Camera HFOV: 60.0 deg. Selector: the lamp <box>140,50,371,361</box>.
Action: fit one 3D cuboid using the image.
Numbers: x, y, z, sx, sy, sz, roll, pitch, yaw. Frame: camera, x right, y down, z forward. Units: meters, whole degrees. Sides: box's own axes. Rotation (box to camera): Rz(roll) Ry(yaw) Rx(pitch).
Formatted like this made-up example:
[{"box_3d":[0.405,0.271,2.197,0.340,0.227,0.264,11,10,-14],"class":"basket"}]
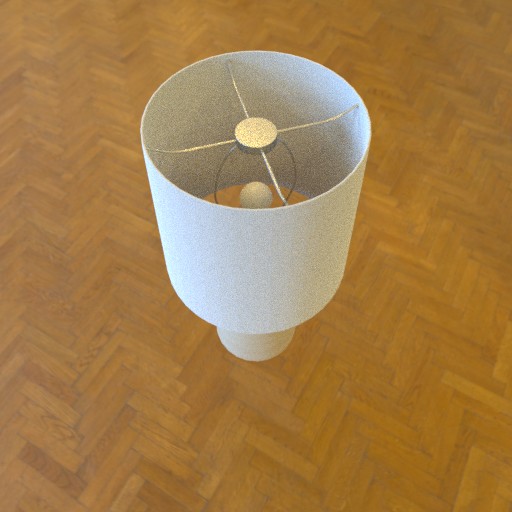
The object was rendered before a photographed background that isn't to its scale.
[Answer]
[{"box_3d":[0.000,0.000,0.473,0.186,0.369,0.186,0,58,0],"class":"lamp"}]
